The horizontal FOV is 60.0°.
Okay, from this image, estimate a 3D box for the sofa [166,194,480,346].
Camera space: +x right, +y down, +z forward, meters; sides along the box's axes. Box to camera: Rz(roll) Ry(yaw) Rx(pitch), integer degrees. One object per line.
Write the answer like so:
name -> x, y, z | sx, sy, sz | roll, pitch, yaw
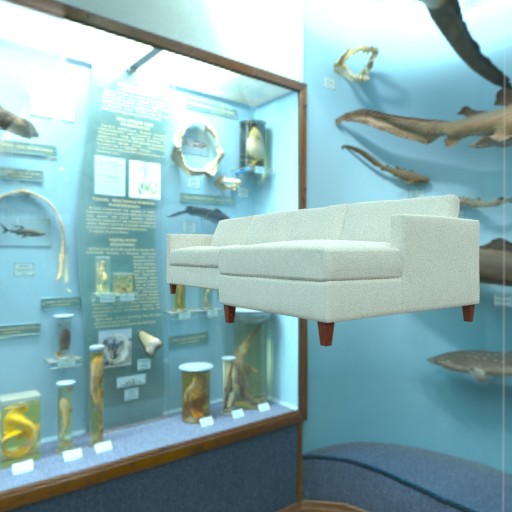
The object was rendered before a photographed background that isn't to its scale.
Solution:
sofa -> 0.000, 0.000, 4.188 | 1.606, 0.954, 3.471 | 0, 0, -36
